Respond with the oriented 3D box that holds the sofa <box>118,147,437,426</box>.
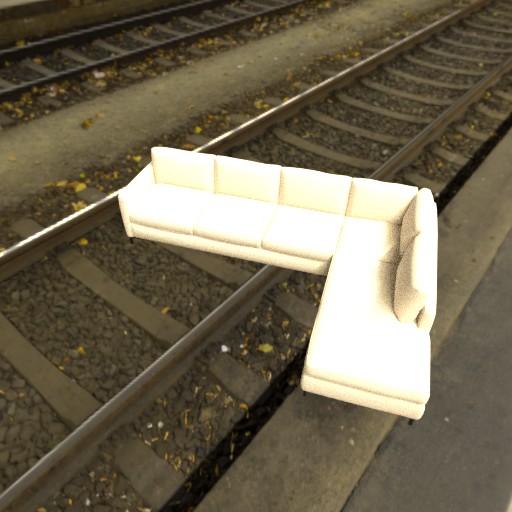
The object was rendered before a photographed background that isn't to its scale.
[{"bbox_3d":[0.000,0.000,3.848,2.949,0.815,2.007,12,42,13],"label":"sofa"}]
